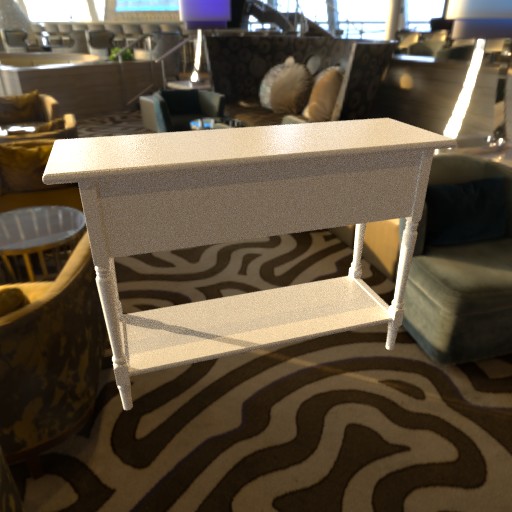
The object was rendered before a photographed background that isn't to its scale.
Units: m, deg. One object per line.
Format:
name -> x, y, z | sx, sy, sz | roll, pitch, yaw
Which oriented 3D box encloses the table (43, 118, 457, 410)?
table -> 0.000, 0.000, 1.563 | 1.191, 0.814, 0.386 | -8, 29, -16
